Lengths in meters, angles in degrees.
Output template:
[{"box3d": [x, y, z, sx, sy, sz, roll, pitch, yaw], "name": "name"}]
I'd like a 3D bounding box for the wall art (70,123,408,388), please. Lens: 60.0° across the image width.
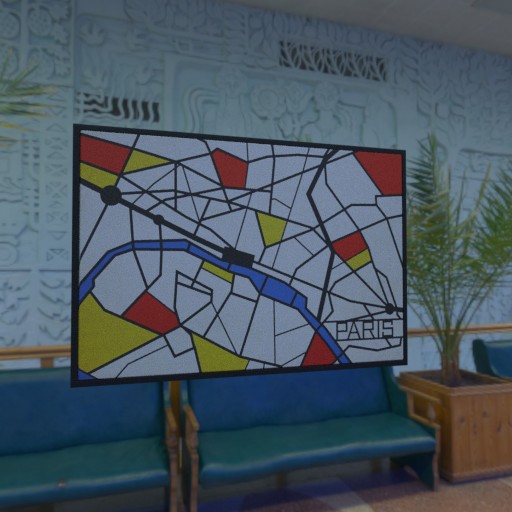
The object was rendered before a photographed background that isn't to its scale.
[{"box3d": [0.000, 0.000, 1.247, 0.963, 0.665, 0.013, 0, -1, -15], "name": "wall art"}]
